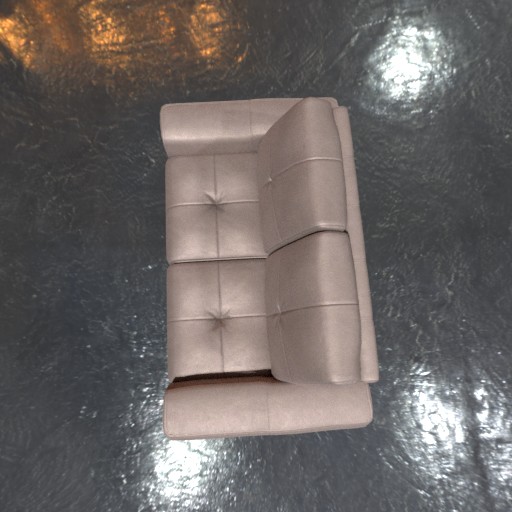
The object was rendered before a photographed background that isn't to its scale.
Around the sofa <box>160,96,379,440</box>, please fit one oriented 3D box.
[{"bbox_3d":[0.000,0.000,2.380,1.018,0.907,1.806,-3,77,-1],"label":"sofa"}]
